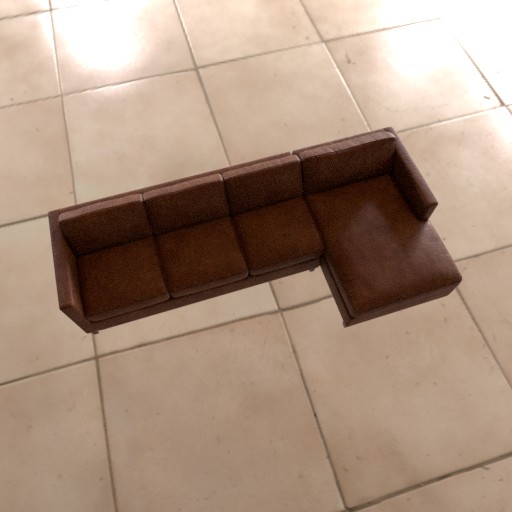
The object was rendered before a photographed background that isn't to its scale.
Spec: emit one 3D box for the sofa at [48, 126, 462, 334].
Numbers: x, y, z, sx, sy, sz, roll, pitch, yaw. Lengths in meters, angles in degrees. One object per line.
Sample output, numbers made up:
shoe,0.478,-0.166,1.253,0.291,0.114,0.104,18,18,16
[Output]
sofa,0.000,0.000,3.883,3.203,0.883,1.581,-16,64,-8
